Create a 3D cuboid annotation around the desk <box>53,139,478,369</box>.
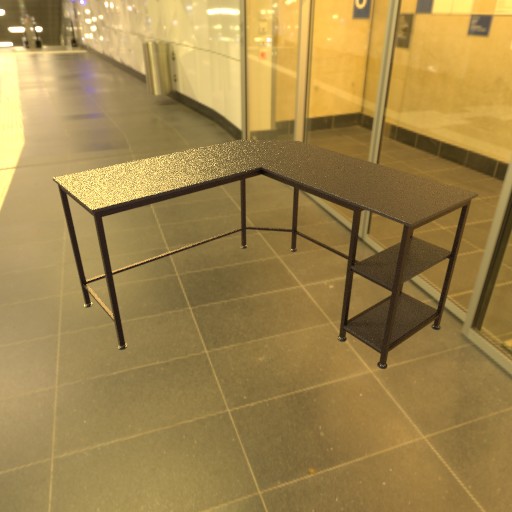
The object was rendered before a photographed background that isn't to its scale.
[{"bbox_3d":[0.000,0.000,2.202,1.379,0.739,1.379,-21,36,-33],"label":"desk"}]
